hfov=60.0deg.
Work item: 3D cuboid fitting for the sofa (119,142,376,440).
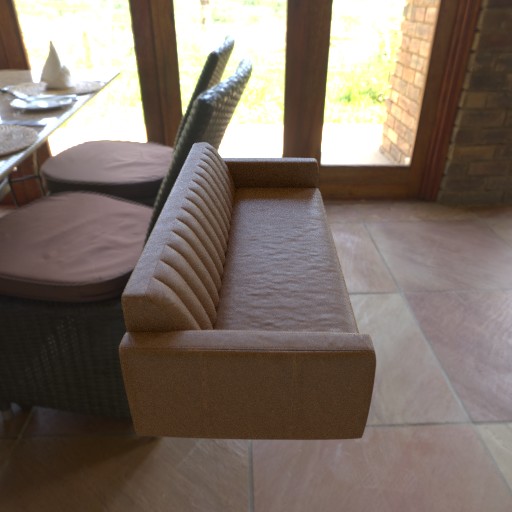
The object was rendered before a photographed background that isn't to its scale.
[{"bbox_3d":[0.000,0.000,2.693,0.990,0.821,2.291,1,31,1],"label":"sofa"}]
